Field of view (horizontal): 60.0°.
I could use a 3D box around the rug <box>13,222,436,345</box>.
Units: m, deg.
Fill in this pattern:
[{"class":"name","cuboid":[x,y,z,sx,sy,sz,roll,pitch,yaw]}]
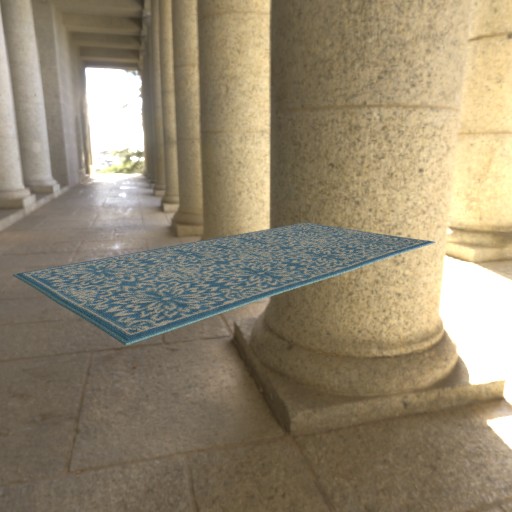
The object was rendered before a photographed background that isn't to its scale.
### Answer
[{"class":"rug","cuboid":[0.000,0.000,1.382,1.219,0.007,0.604,-13,19,-43]}]
